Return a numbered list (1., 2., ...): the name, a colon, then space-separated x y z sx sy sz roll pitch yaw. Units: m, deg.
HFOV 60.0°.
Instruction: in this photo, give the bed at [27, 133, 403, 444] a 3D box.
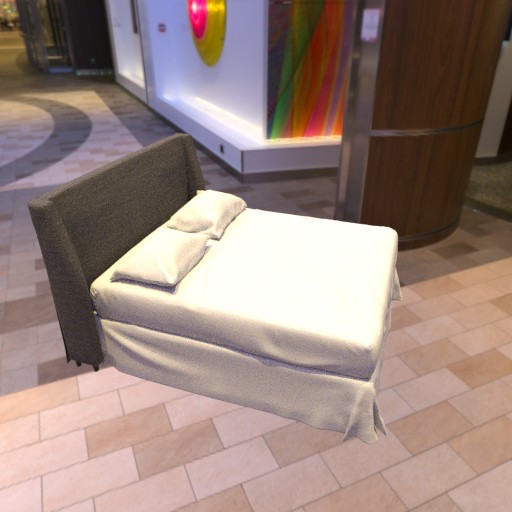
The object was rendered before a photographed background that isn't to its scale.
1. bed: 0.000 0.000 3.411 2.276 1.332 1.925 10 30 17
